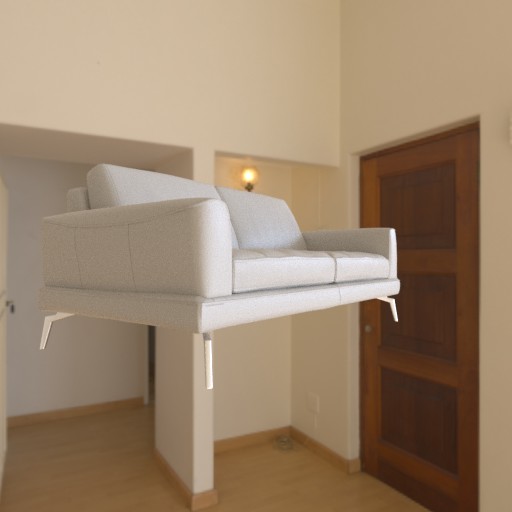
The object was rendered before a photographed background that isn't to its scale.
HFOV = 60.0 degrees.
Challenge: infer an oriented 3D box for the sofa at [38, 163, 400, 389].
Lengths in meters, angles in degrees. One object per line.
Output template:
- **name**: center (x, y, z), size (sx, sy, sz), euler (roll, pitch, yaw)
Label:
- **sofa**: center (0.000, 0.000, 2.692), size (1.121, 0.930, 2.177), euler (0, -1, 36)
